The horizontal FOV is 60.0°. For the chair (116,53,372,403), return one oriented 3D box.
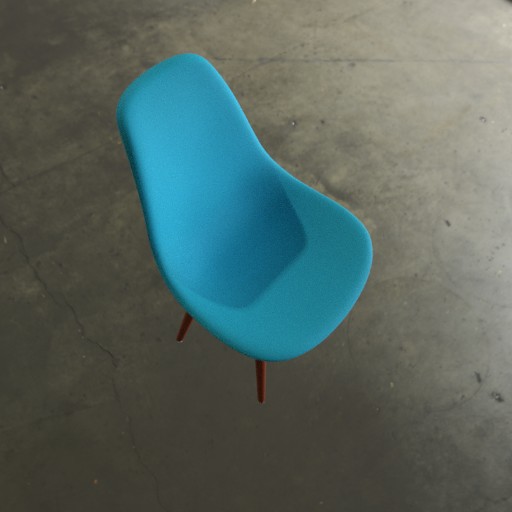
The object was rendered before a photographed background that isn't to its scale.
[{"bbox_3d":[0.000,0.000,1.114,0.533,0.826,0.470,34,65,19],"label":"chair"}]
